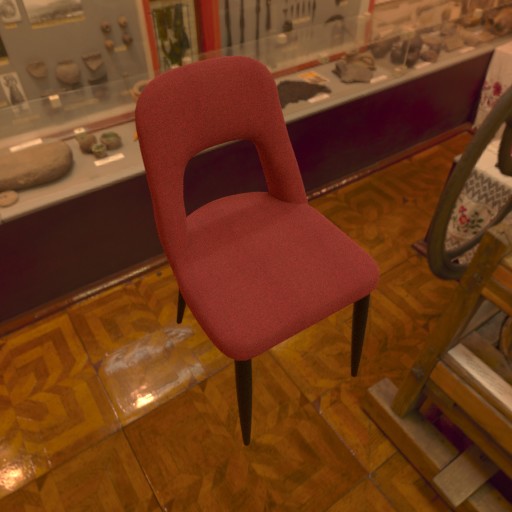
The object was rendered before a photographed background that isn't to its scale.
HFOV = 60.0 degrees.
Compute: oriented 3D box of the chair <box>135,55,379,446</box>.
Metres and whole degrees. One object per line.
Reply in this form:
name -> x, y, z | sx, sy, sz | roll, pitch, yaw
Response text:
chair -> 0.000, 0.000, 1.234 | 0.483, 0.892, 0.569 | -24, 50, -22
